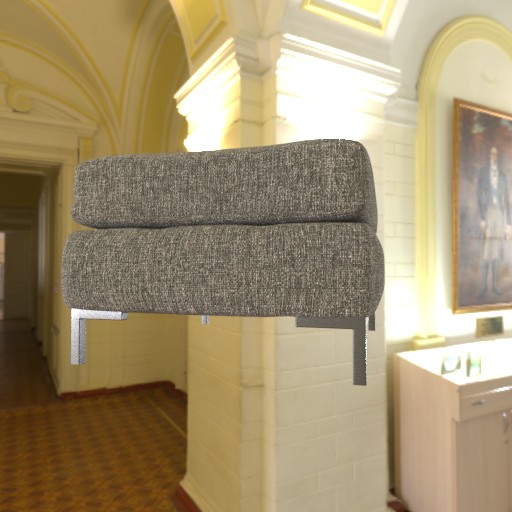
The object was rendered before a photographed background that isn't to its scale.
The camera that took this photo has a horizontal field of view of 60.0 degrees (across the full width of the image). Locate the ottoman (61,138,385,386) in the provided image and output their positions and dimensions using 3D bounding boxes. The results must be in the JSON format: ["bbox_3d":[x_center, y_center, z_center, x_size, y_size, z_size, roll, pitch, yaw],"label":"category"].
[{"bbox_3d":[0.000,0.000,1.226,0.683,0.480,0.828,0,-2,16],"label":"ottoman"}]
